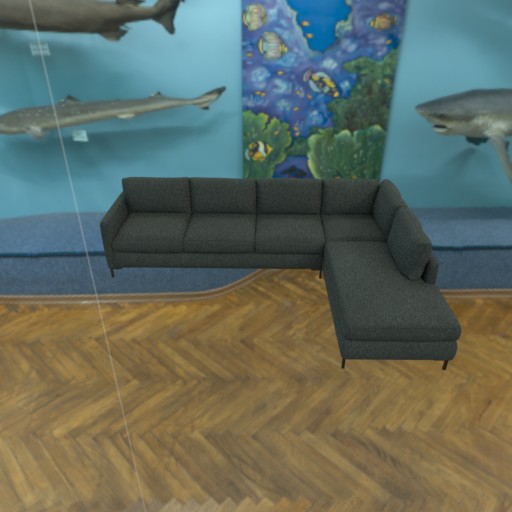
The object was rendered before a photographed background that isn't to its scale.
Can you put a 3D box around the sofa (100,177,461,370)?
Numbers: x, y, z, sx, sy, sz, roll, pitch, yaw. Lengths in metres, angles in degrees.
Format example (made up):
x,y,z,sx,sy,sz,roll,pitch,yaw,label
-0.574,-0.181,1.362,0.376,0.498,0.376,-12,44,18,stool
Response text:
x,y,z,sx,sy,sz,roll,pitch,yaw,label
0.000,0.000,3.956,2.949,0.815,2.007,1,31,1,sofa
